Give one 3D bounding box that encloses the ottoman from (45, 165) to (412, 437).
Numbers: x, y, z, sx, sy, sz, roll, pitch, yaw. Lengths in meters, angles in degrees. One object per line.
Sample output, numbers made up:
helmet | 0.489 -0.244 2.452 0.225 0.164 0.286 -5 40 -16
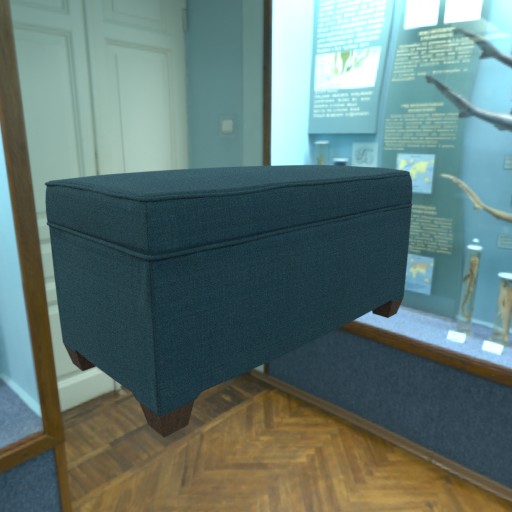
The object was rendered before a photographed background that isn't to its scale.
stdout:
ottoman | 0.000 0.000 1.215 0.943 0.474 0.474 -14 20 -43
